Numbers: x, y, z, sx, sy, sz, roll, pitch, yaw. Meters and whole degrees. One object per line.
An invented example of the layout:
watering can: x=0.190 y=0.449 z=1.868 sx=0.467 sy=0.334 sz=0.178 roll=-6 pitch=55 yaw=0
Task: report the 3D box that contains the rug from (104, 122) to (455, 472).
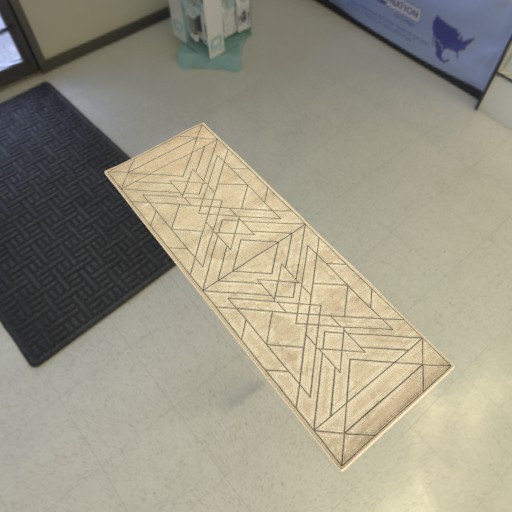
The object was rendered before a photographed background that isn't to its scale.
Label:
rug: x=0.000 y=0.000 z=2.703 sx=0.831 sy=0.036 sz=2.381 roll=-33 pitch=64 yaw=-19
